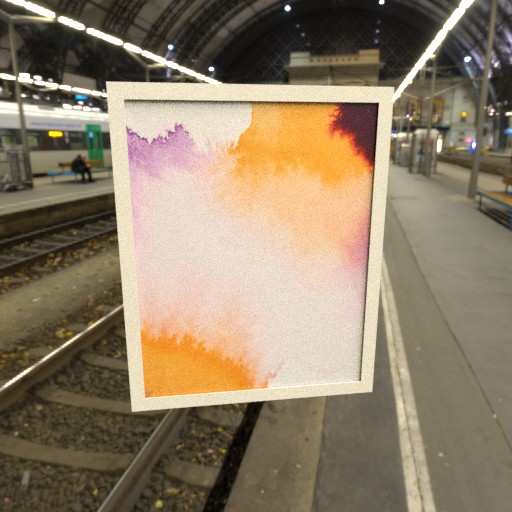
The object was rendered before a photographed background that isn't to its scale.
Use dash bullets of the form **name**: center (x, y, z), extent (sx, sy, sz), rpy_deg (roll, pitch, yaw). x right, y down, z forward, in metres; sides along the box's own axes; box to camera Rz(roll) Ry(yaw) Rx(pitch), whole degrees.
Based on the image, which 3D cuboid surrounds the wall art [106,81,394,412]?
- **wall art**: center (0.000, 0.000, 1.120), extent (0.661, 0.811, 0.026), rpy_deg (-2, 14, -8)
